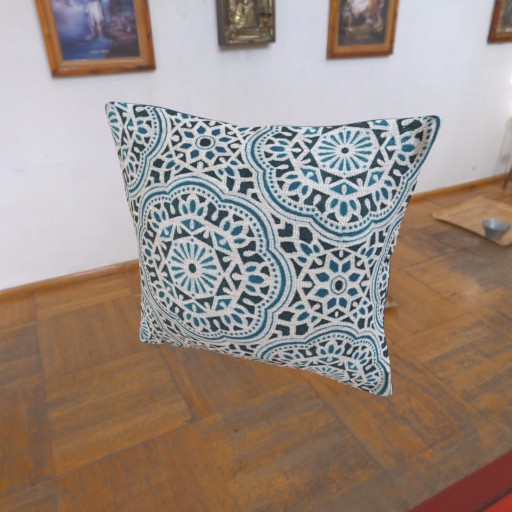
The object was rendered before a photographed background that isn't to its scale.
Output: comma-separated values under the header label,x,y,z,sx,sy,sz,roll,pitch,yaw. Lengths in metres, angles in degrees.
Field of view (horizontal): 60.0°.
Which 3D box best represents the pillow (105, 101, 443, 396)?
label,x,y,z,sx,sy,sz,roll,pitch,yaw
pillow,0.000,0.000,0.646,0.440,0.420,0.145,9,29,16
